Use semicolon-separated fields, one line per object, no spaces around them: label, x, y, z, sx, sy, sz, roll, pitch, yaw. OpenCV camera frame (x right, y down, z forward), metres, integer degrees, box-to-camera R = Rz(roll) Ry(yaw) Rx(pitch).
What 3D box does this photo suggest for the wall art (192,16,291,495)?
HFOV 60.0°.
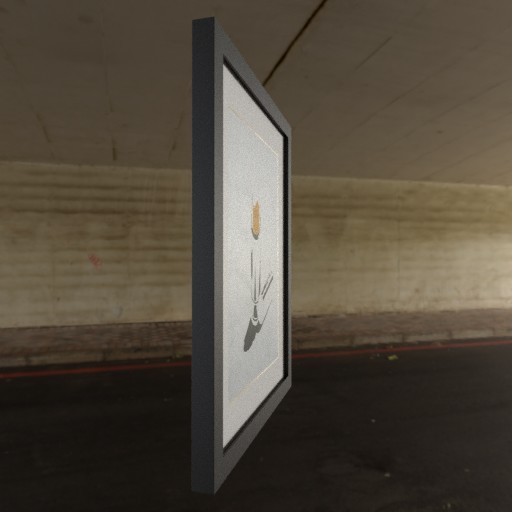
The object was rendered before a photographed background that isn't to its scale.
wall art;0.000;0.000;0.741;0.029;0.559;0.457;0;0;16
